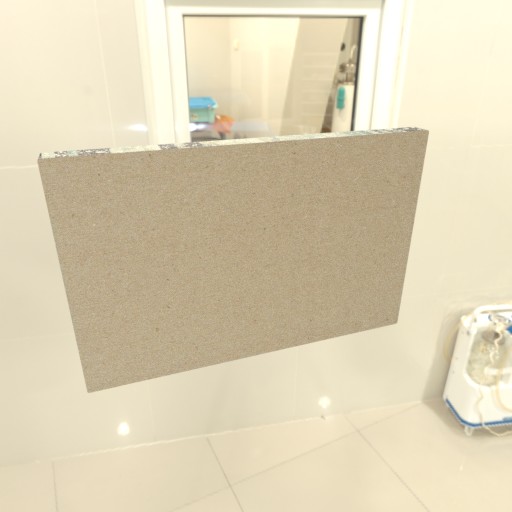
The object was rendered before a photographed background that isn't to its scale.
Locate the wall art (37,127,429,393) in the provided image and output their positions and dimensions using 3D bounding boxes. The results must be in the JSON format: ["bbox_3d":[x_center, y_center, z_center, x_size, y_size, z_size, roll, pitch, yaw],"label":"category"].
[{"bbox_3d":[0.000,0.000,0.772,0.618,0.398,0.042,-9,27,-17],"label":"wall art"}]
